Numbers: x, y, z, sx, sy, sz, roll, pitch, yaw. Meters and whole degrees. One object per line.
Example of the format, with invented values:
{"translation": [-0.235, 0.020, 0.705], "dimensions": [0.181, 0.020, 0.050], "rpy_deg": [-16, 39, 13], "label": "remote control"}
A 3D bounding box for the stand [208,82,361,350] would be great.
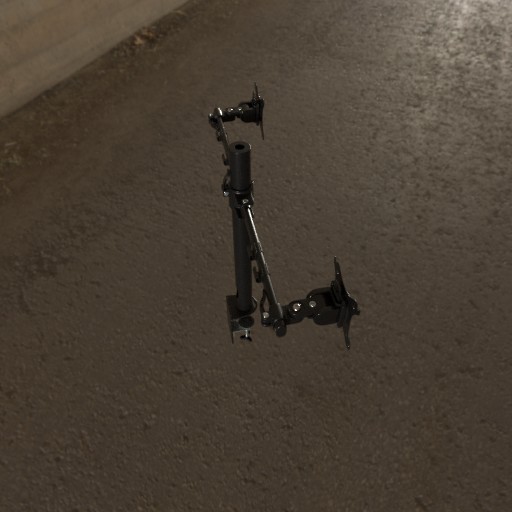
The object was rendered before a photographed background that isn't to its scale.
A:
{"translation": [0.000, 0.000, 1.052], "dimensions": [0.150, 0.603, 0.743], "rpy_deg": [-9, 47, -8], "label": "stand"}
